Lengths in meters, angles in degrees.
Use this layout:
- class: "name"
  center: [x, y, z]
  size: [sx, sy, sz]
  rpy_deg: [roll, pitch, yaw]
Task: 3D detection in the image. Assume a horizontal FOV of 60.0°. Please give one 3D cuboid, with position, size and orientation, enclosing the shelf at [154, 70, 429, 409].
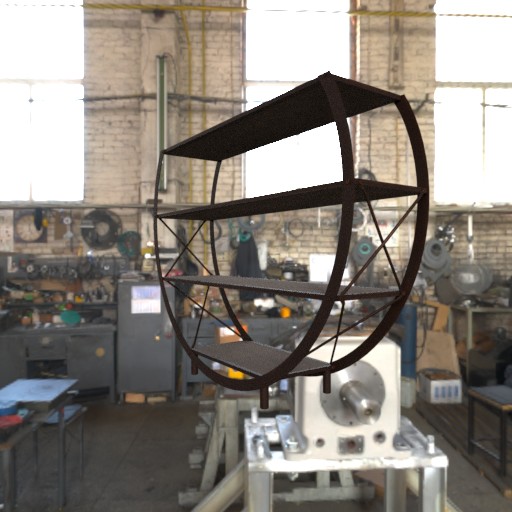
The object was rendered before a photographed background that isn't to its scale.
- class: "shelf"
  center: [0.000, 0.000, 1.856]
  size: [0.344, 1.063, 1.403]
  rpy_deg: [0, 0, -35]
